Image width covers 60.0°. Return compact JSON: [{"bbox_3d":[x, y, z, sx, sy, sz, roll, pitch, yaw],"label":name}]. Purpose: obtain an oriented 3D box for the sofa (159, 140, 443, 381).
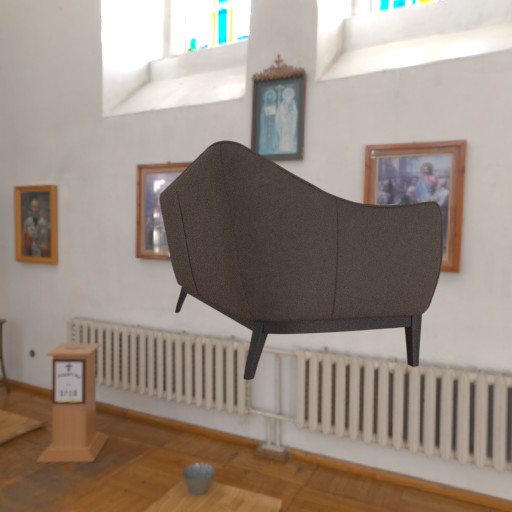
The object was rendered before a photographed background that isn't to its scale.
[{"bbox_3d":[0.000,0.000,2.412,0.869,0.831,1.928,0,1,-19],"label":"sofa"}]
